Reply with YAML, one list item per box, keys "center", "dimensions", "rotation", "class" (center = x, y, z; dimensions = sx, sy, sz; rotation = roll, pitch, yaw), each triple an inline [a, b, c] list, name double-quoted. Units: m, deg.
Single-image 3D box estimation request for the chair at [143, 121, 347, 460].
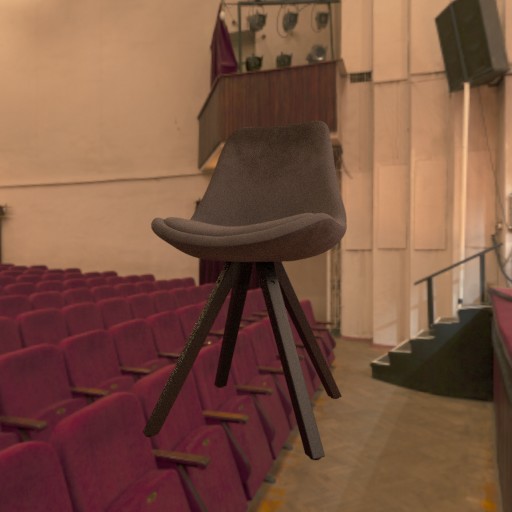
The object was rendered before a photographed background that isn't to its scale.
- center: [0.000, 0.000, 1.193]
  dimensions: [0.476, 0.850, 0.550]
  rotation: [0, 0, 17]
  class: "chair"
